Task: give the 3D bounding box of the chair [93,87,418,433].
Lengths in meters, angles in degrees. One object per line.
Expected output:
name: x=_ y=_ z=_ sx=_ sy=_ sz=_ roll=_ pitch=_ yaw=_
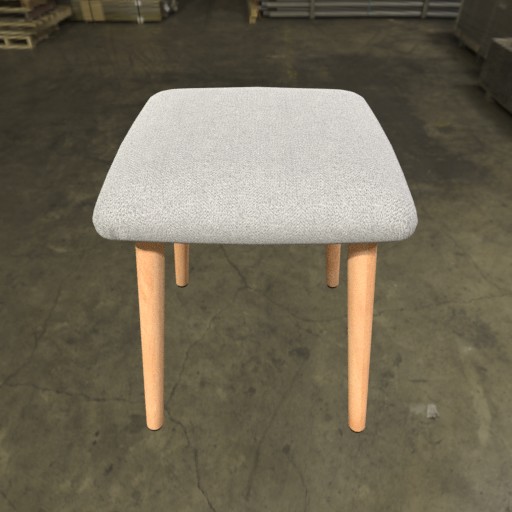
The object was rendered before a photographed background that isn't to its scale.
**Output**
chair: x=0.000 y=0.000 z=0.683 sx=0.350 sy=0.440 sz=0.350 roll=0 pitch=41 yaw=0
